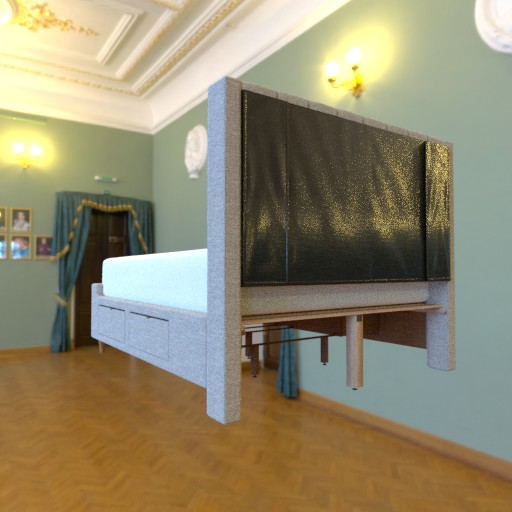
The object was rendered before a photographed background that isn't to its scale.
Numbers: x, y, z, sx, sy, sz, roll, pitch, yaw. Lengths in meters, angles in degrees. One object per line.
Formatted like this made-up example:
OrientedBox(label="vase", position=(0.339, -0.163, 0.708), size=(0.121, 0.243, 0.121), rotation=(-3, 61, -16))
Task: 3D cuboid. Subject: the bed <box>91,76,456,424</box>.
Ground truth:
OrientedBox(label="bed", position=(0.000, 0.000, 3.724), size=(2.044, 1.748, 2.372), rotation=(1, -2, -36))
